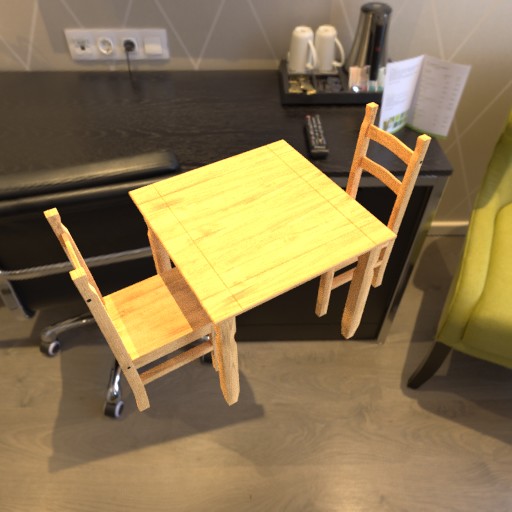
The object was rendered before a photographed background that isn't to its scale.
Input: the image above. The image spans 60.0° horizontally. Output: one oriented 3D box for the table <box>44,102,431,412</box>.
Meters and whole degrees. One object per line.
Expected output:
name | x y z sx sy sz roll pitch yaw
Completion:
table | 0.000 0.000 2.039 1.501 0.942 0.813 -24 51 -21
